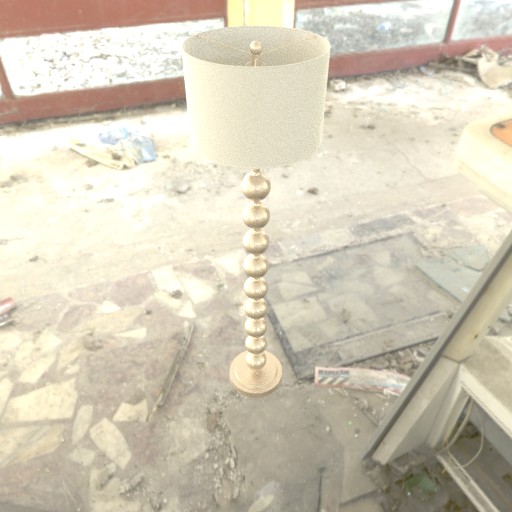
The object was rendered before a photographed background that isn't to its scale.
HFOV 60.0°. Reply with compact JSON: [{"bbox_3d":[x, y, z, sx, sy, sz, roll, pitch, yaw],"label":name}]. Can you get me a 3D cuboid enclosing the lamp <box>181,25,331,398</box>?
[{"bbox_3d":[0.000,0.000,1.637,0.394,1.474,0.394,0,40,0],"label":"lamp"}]
